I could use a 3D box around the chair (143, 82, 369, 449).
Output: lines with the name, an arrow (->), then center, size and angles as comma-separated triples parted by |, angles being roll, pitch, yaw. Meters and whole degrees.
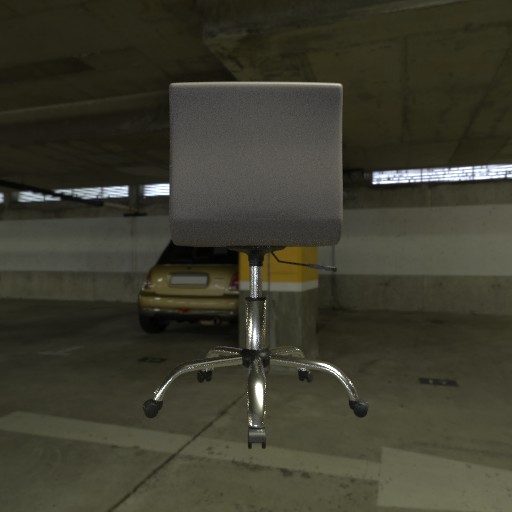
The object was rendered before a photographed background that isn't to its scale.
chair -> 0.000, 0.000, 1.144 | 0.556, 0.780, 0.530 | 0, -1, 0
